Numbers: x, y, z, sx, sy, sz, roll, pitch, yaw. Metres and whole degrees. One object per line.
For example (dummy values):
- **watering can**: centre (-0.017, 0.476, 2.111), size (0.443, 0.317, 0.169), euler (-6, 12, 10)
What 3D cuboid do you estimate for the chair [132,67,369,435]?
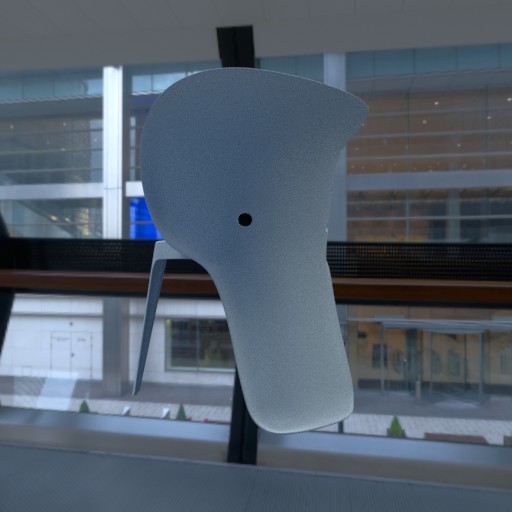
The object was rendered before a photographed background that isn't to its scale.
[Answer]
- **chair**: centre (0.000, 0.000, 0.867), size (0.451, 0.554, 0.402), euler (1, -1, -36)
